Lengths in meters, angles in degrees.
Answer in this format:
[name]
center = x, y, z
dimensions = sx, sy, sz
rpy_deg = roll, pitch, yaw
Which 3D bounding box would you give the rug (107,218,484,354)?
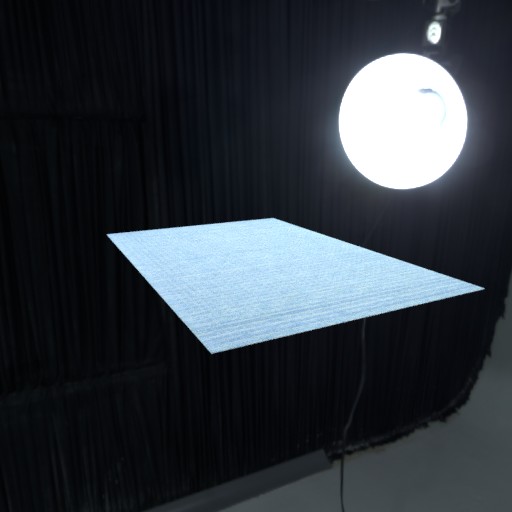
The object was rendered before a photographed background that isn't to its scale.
[rug]
center = 0.000, 0.000, 3.798
dimensions = 1.982, 0.006, 2.895
rpy_deg = -8, 17, -26
